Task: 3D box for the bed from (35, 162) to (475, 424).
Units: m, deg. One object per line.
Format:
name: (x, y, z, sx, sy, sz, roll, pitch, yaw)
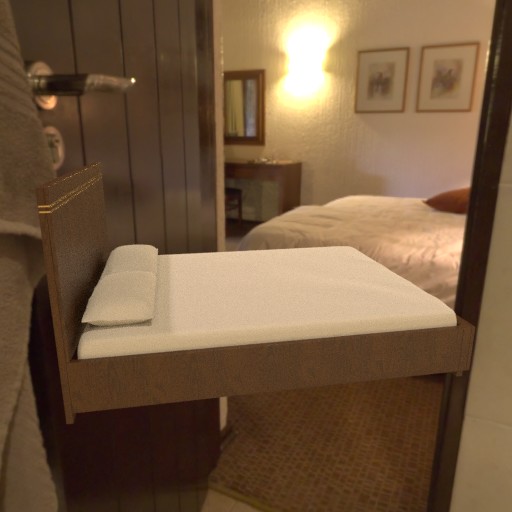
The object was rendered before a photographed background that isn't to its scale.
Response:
bed: (0.000, 0.000, 3.001, 2.221, 1.169, 1.613, -3, 16, -11)
